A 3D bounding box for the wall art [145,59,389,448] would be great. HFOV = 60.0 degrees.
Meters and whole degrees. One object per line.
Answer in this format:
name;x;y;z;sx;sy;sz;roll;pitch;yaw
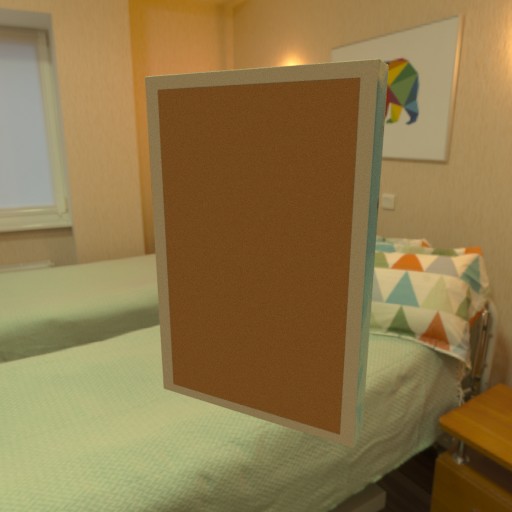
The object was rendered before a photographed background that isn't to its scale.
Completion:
wall art;0.000;0.000;0.489;0.251;0.380;0.039;8;17;26
